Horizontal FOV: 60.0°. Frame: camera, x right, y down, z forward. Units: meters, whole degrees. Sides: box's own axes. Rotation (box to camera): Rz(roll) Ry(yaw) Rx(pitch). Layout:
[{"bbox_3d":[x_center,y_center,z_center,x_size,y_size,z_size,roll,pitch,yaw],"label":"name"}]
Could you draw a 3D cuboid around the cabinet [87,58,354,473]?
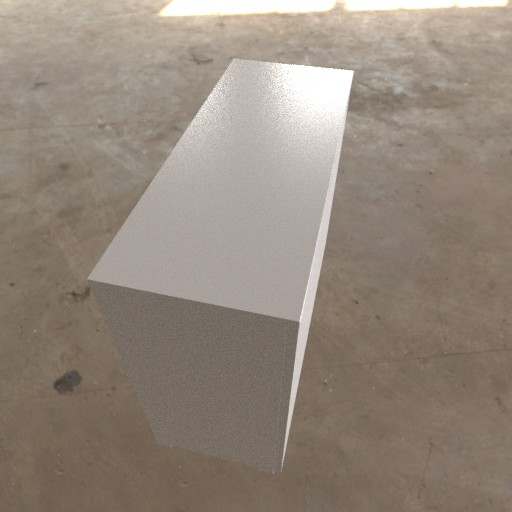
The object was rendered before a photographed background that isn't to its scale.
[{"bbox_3d":[0.000,0.000,1.410,0.400,0.800,1.000,10,47,9],"label":"cabinet"}]
